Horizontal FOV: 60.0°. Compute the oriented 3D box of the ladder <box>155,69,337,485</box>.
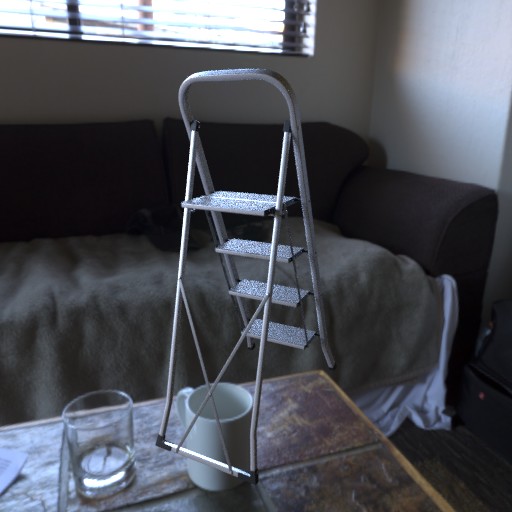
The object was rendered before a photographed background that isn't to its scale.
[{"bbox_3d":[0.000,0.000,1.698,0.465,1.290,0.830,8,19,25],"label":"ladder"}]
